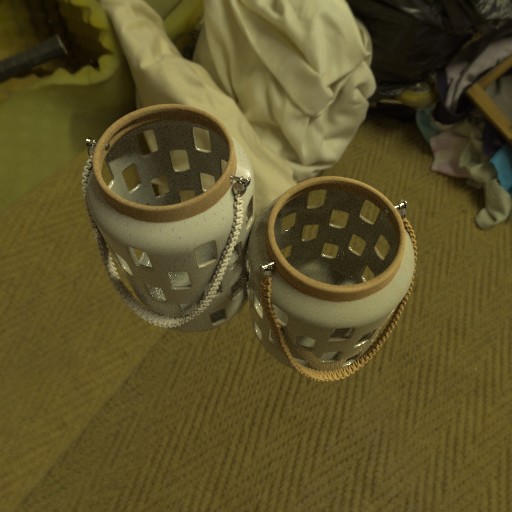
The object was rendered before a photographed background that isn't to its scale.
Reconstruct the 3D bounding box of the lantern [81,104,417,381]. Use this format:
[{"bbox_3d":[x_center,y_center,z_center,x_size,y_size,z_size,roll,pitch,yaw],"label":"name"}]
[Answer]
[{"bbox_3d":[0.000,0.000,0.494,0.347,0.255,0.184,16,61,9],"label":"lantern"}]
